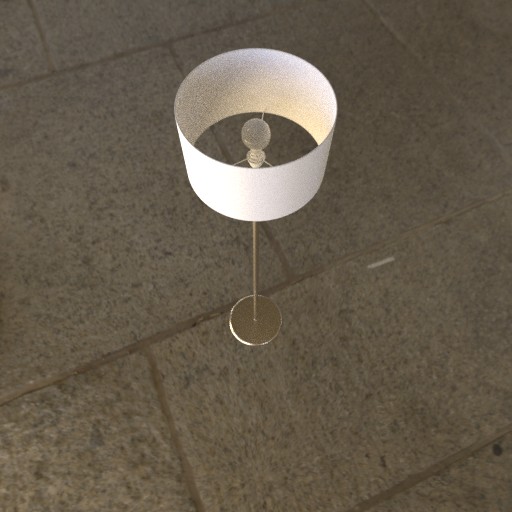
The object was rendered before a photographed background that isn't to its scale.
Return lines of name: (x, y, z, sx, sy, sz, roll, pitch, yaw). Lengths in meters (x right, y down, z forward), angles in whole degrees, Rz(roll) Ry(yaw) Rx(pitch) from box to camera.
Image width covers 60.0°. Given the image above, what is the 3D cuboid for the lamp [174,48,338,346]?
lamp: (0.000, 0.000, 1.589, 0.347, 1.443, 0.347, 34, 68, 16)
